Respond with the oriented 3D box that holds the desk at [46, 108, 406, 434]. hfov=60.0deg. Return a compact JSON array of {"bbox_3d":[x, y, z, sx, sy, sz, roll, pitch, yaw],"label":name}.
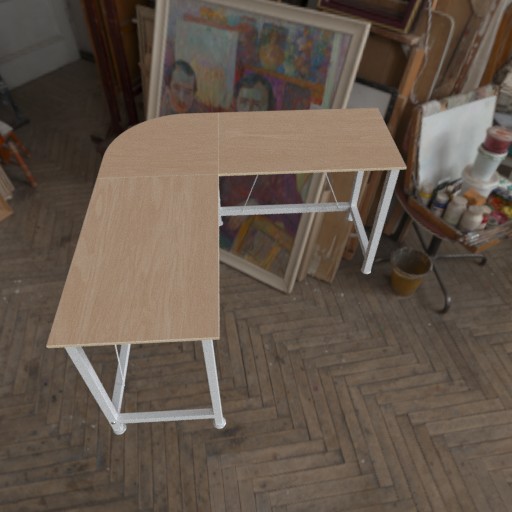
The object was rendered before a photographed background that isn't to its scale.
[{"bbox_3d":[0.000,0.000,2.171,1.400,0.762,1.400,-2,47,-2],"label":"desk"}]
